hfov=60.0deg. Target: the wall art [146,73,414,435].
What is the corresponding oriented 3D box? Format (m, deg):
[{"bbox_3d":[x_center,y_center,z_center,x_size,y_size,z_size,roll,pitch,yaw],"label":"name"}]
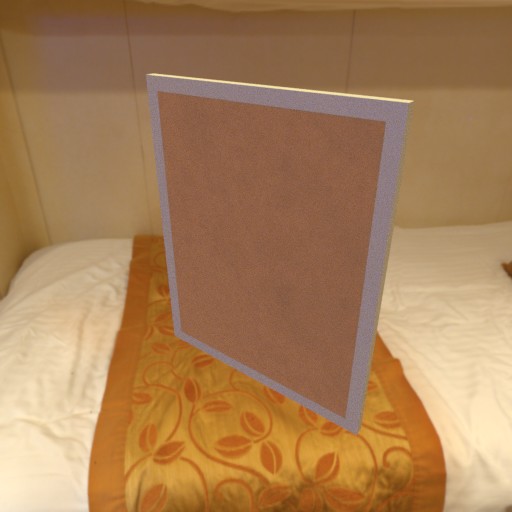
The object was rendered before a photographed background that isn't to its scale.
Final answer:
[{"bbox_3d":[0.000,0.000,1.119,0.661,0.811,0.026,20,34,32],"label":"wall art"}]
